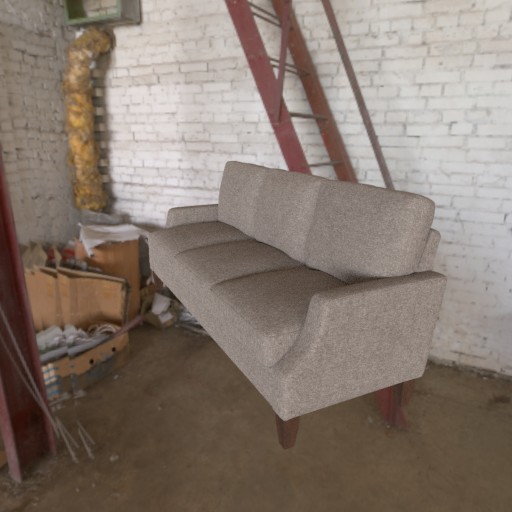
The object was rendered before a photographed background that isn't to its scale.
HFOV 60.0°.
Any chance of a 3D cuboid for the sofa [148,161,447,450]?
[{"bbox_3d":[0.000,0.000,2.681,0.888,0.984,2.115,-8,19,-25],"label":"sofa"}]
